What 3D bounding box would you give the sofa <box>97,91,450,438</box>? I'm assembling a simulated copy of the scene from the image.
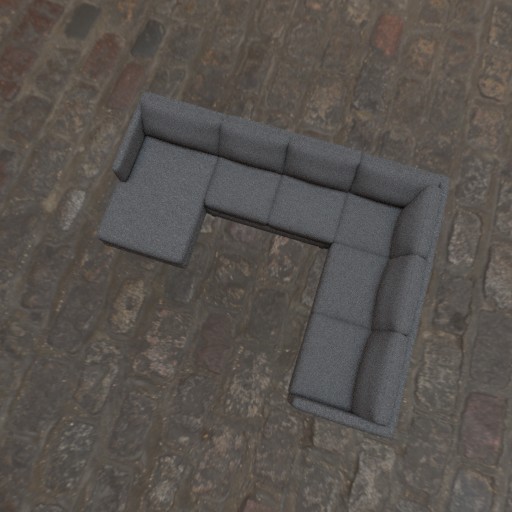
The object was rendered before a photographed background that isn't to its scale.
[{"bbox_3d":[0.000,0.000,4.415,3.238,0.853,2.551,17,77,4],"label":"sofa"}]
